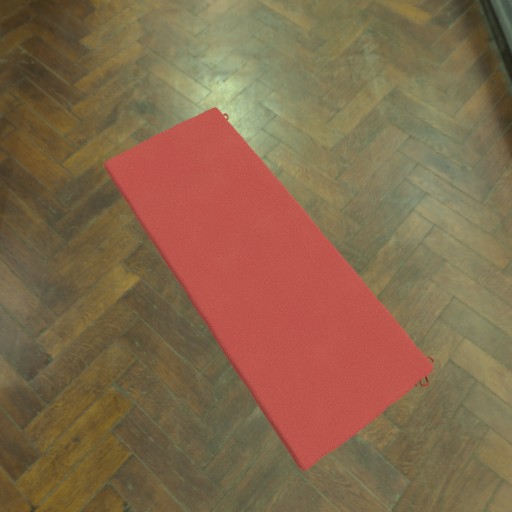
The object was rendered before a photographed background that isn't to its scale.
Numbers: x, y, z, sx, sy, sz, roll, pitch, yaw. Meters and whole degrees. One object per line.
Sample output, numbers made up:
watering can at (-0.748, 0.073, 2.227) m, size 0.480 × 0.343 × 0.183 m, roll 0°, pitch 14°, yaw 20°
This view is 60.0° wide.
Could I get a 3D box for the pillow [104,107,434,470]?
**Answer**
pillow at (0.000, 0.000, 1.386) m, size 0.492 × 0.081 × 1.187 m, roll -32°, pitch 69°, yaw -14°
